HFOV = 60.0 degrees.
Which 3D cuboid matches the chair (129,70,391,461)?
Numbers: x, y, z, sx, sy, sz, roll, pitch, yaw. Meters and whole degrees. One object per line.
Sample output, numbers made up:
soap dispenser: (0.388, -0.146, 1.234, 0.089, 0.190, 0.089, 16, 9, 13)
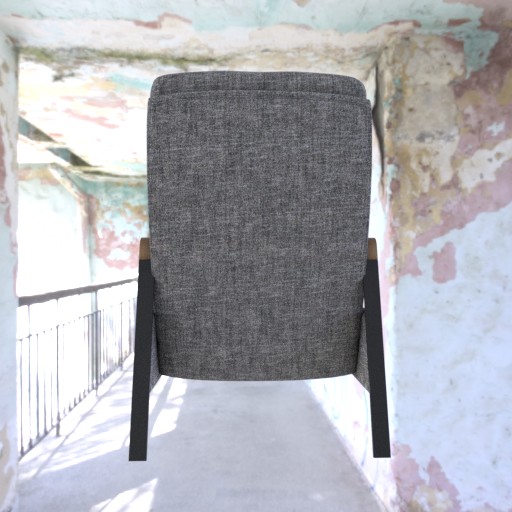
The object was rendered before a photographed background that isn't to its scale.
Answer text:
chair: (0.000, 0.000, 1.565, 0.671, 1.042, 0.868, 0, 0, -2)
